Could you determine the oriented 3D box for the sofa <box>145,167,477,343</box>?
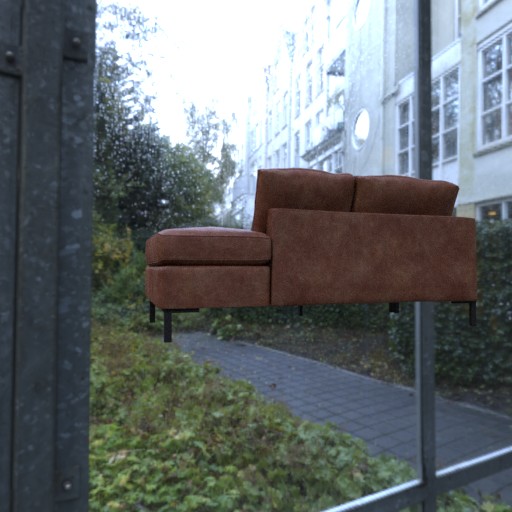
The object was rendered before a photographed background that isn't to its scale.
[{"bbox_3d":[0.000,0.000,3.787,1.939,0.900,2.956,0,-1,-18],"label":"sofa"}]
